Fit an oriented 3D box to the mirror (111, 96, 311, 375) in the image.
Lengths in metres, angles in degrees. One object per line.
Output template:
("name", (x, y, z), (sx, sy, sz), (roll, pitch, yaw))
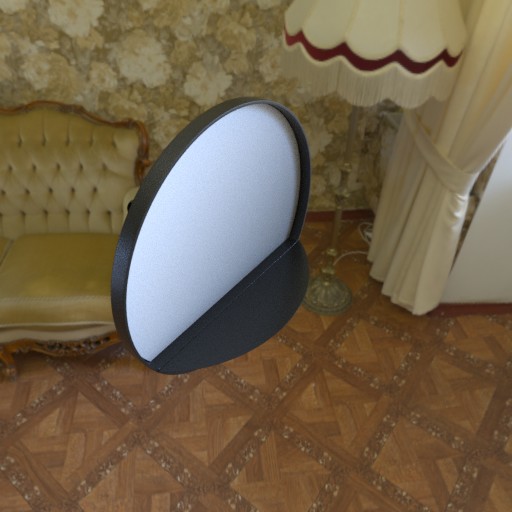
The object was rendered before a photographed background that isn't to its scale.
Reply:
("mirror", (0.000, 0.000, 0.698), (0.133, 0.457, 0.457), (26, 47, 27))
